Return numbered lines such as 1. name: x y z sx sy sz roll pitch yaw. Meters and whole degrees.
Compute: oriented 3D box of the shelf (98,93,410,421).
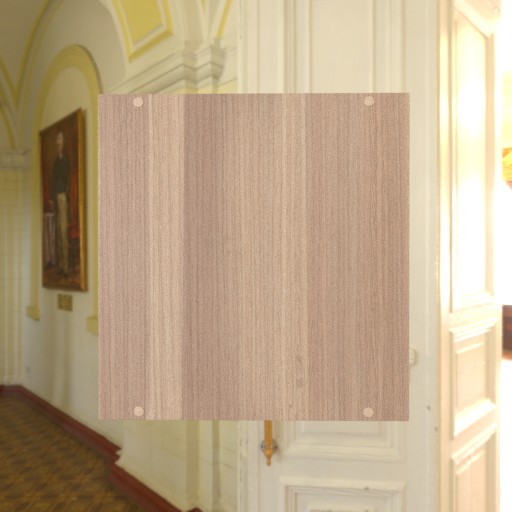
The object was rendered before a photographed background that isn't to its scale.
1. shelf: 0.000 0.000 0.620 0.290 0.305 0.415 0 0 1
